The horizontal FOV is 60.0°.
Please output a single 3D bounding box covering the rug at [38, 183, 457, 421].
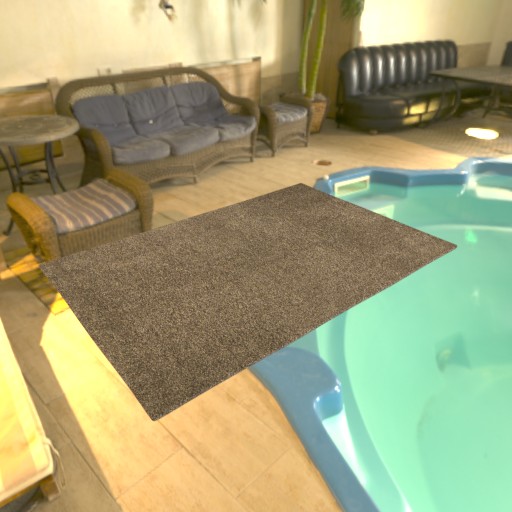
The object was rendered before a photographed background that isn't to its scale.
[{"bbox_3d":[0.000,0.000,3.417,2.699,0.026,1.802,-22,37,-33],"label":"rug"}]
